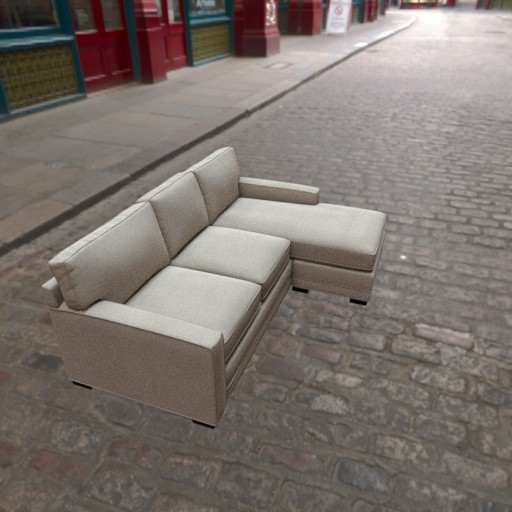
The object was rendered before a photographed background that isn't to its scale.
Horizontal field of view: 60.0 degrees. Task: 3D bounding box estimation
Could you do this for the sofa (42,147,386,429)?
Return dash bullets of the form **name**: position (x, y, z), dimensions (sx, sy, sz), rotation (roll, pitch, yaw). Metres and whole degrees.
- **sofa**: position (0.000, 0.000, 2.919), dimensions (1.496, 0.861, 2.087), rotation (11, 32, 18)
